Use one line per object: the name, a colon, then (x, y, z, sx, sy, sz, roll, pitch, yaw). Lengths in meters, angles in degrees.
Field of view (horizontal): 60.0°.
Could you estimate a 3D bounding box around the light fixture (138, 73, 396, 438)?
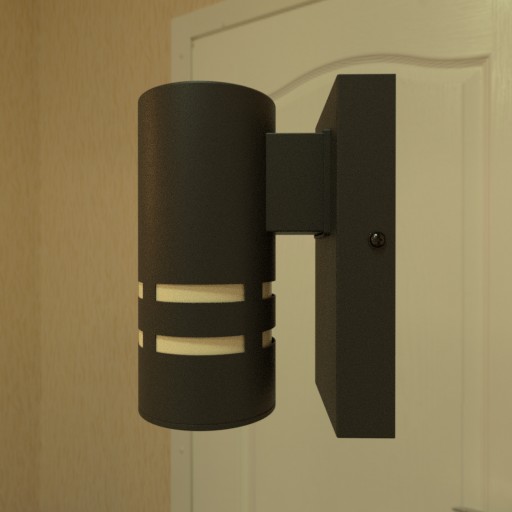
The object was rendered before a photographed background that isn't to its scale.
light fixture: (0.000, 0.000, 0.264, 0.138, 0.179, 0.098, 0, 0, 1)
